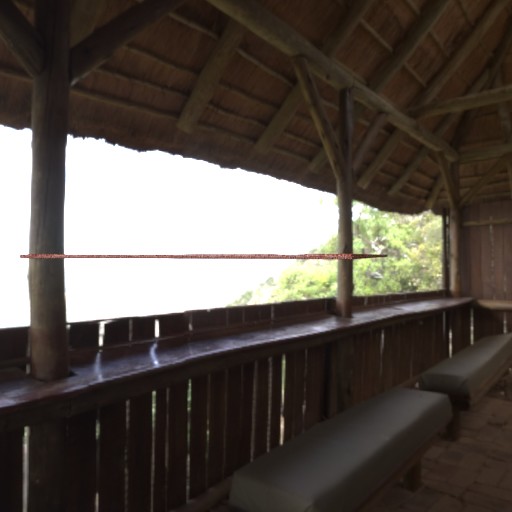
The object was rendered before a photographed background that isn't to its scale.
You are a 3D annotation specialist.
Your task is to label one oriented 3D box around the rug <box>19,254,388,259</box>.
[{"bbox_3d":[0.000,0.000,2.299,1.219,0.016,1.829,0,0,19],"label":"rug"}]
